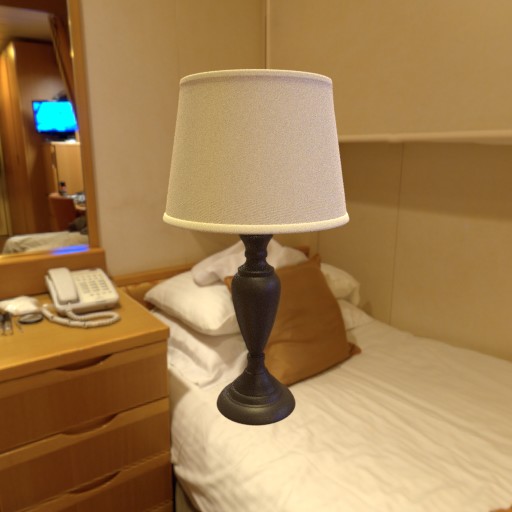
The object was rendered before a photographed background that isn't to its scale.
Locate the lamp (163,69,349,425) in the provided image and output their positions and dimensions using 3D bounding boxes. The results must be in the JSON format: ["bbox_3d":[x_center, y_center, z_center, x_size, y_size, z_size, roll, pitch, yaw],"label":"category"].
[{"bbox_3d":[0.000,0.000,0.830,0.335,0.611,0.335,0,13,0],"label":"lamp"}]
